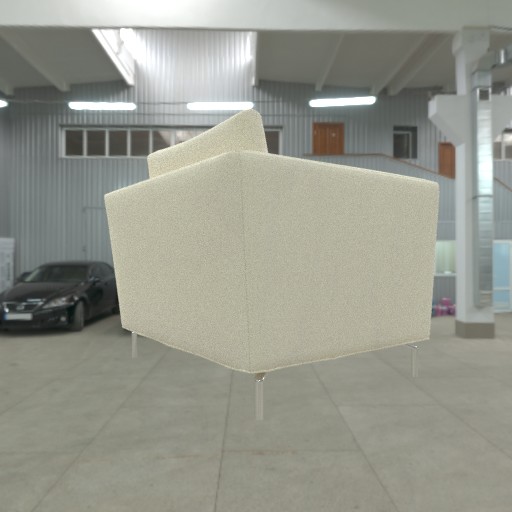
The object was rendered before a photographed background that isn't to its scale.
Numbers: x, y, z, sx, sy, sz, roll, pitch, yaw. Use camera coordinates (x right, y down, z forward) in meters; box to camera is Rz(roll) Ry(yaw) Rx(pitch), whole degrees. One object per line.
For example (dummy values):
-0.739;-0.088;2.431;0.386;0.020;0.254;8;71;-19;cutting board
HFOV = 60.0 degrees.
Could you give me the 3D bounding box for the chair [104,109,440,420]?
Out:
0.000;0.000;1.725;0.889;0.865;1.041;0;0;-36;chair
